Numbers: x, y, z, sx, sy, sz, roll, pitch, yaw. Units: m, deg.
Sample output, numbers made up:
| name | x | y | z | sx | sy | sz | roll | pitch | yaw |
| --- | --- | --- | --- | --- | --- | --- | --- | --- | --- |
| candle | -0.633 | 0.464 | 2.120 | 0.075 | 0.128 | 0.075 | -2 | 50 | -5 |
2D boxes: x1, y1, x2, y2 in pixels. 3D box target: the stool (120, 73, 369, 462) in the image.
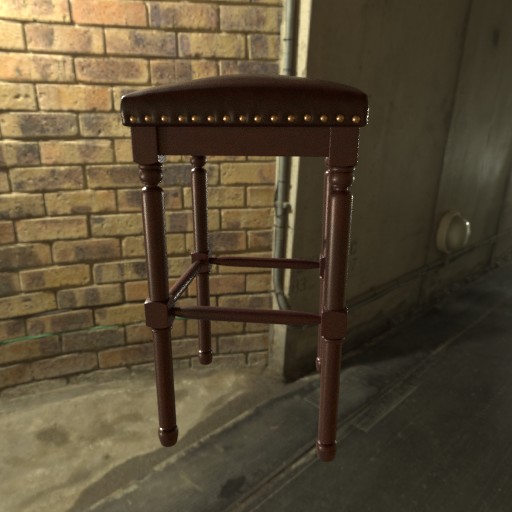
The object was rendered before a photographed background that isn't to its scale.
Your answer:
| name | x | y | z | sx | sy | sz | roll | pitch | yaw |
| --- | --- | --- | --- | --- | --- | --- | --- | --- | --- |
| stool | 0.000 | 0.000 | 0.926 | 0.383 | 0.702 | 0.382 | 2 | 17 | 7 |
